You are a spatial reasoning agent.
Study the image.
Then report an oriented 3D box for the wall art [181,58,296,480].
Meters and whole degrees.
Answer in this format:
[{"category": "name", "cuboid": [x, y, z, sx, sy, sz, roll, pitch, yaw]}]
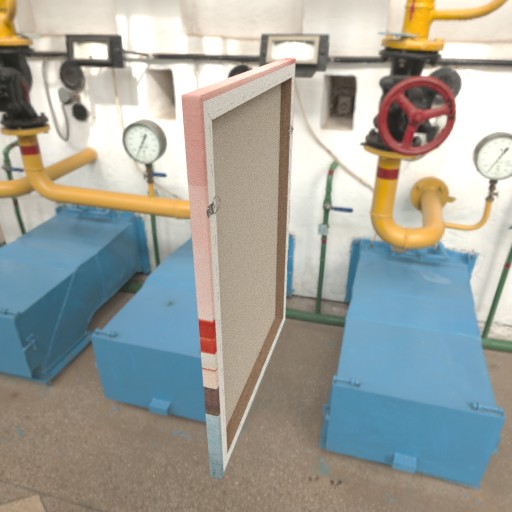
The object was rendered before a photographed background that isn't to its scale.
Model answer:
[{"category": "wall art", "cuboid": [0.000, 0.000, 1.312, 0.039, 1.016, 0.761, 8, 30, 15]}]
